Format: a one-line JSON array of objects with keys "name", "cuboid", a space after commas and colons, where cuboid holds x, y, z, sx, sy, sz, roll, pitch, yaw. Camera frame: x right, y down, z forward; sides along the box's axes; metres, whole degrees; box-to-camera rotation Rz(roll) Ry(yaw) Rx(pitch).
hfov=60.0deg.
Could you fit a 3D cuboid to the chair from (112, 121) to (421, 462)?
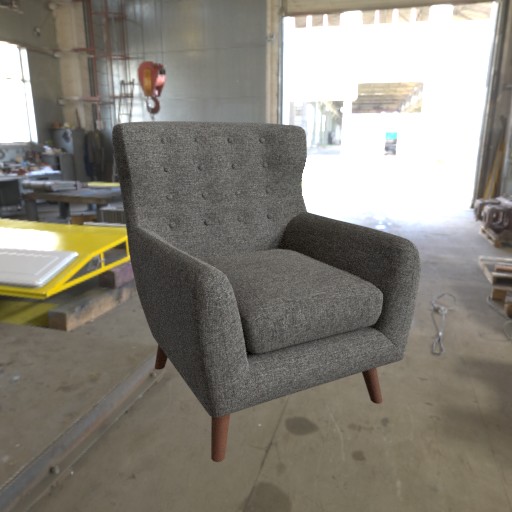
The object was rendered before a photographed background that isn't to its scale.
[{"name": "chair", "cuboid": [0.000, 0.000, 1.752, 0.889, 1.039, 0.940, -8, 17, -27]}]
